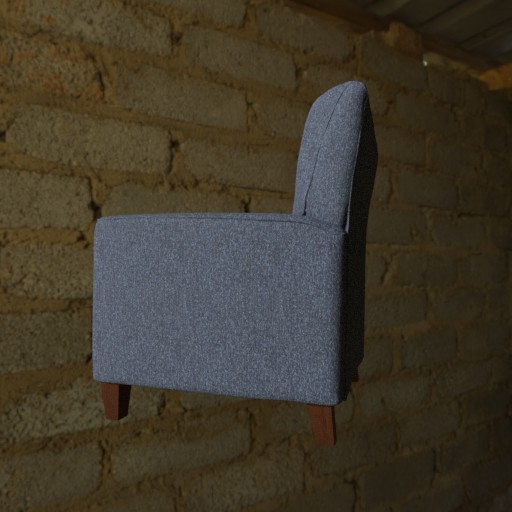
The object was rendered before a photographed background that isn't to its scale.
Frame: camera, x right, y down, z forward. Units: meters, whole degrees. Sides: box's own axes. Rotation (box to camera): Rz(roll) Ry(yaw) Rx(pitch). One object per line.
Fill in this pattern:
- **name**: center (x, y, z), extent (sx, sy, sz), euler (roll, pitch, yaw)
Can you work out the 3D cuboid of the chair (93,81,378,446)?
- **chair**: center (0.000, 0.000, 1.614), extent (0.850, 1.016, 0.839), euler (-1, -2, 18)
